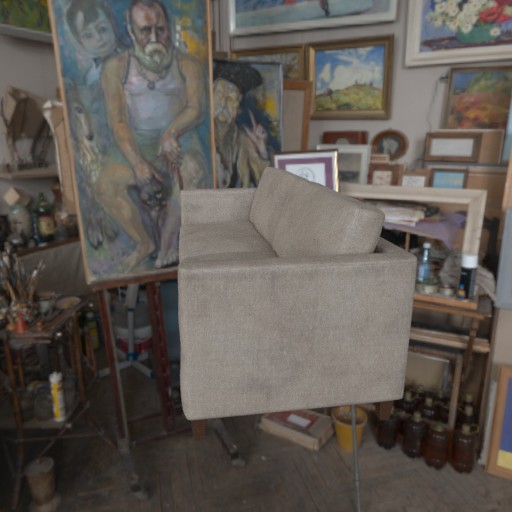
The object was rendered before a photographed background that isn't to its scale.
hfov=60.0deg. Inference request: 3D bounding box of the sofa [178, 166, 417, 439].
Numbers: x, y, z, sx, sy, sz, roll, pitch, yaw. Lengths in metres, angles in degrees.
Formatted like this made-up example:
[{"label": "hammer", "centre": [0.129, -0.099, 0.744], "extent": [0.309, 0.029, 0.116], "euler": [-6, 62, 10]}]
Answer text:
[{"label": "sofa", "centre": [0.000, 0.000, 2.742], "extent": [0.951, 0.965, 2.208], "euler": [-3, 16, -9]}]
